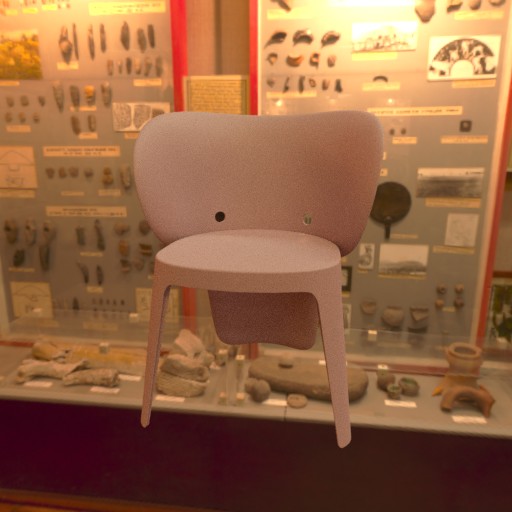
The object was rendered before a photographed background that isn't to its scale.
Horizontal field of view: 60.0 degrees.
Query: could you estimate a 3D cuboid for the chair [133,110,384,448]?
[{"bbox_3d":[0.000,0.000,0.863,0.451,0.554,0.402,2,15,9],"label":"chair"}]
